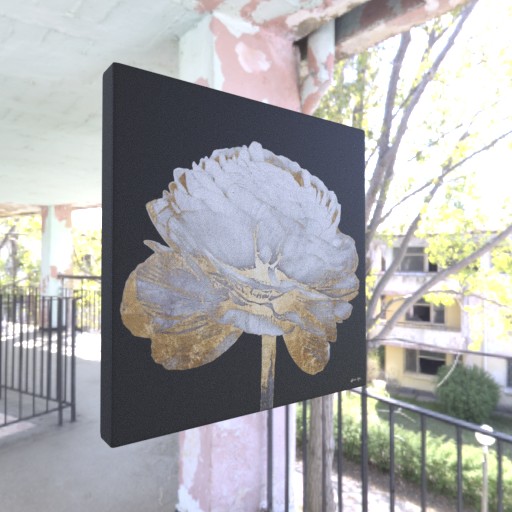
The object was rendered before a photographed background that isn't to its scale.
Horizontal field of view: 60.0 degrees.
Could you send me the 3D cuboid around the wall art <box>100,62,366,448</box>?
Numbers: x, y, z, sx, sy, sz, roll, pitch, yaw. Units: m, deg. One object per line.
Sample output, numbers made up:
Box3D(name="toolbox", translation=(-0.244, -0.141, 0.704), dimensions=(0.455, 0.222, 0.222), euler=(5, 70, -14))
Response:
Box3D(name="wall art", translation=(0.000, 0.000, 0.600), dimensions=(0.406, 0.407, 0.041), euler=(1, -1, -37))
